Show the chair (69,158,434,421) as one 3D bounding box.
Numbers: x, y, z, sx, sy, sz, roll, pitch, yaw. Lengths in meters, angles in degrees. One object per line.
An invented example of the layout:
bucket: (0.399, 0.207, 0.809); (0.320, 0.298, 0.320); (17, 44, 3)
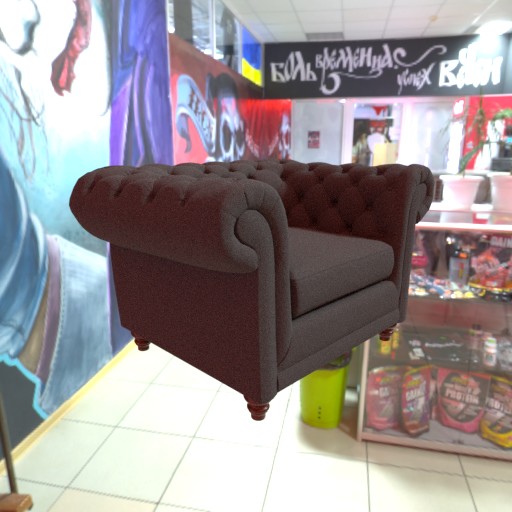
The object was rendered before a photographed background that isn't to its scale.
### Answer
chair: (0.000, 0.000, 1.890); (0.976, 0.770, 1.270); (14, 20, 43)
